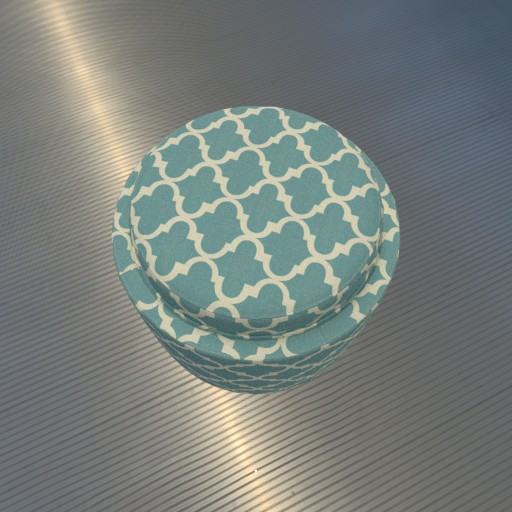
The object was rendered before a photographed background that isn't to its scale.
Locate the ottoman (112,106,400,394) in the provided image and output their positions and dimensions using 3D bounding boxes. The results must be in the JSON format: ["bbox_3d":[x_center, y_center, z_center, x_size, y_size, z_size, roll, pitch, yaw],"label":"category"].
[{"bbox_3d":[0.000,0.000,0.857,0.480,0.429,0.480,0,64,0],"label":"ottoman"}]
